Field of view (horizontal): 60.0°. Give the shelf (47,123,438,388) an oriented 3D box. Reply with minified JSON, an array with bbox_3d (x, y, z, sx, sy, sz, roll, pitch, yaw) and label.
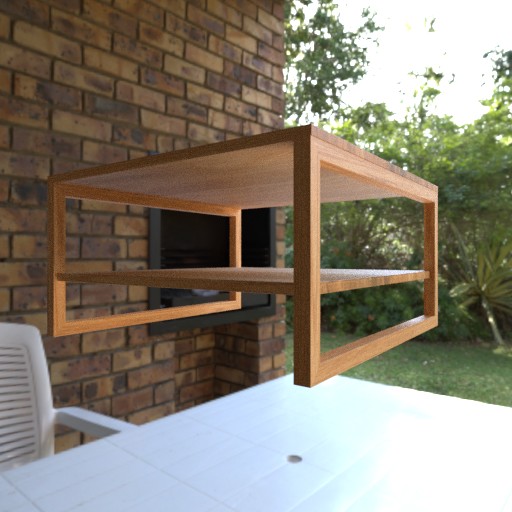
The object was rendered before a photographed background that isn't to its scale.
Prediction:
[{"bbox_3d":[0.000,0.000,1.430,0.899,0.480,0.899,0,0,36],"label":"shelf"}]
